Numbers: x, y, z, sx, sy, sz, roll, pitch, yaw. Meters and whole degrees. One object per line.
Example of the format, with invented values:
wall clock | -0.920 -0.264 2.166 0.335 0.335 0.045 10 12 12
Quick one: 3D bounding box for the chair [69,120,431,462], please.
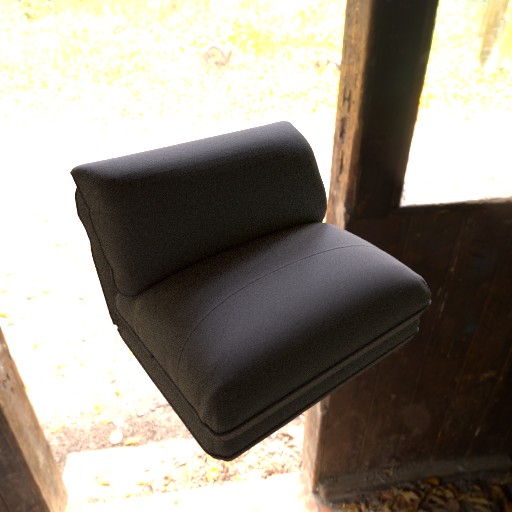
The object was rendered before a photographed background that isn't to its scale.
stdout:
chair | 0.000 0.000 1.348 0.820 0.580 0.780 -22 38 -31
